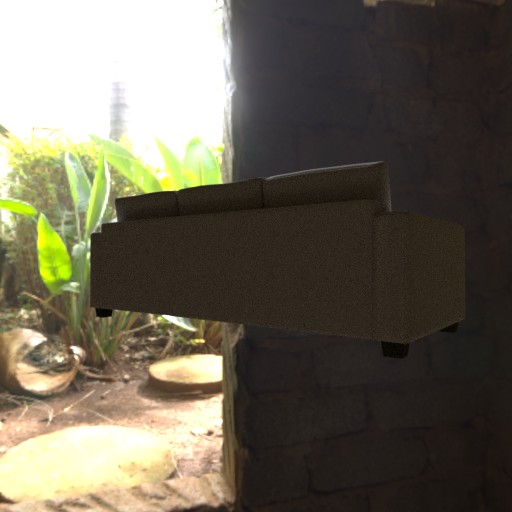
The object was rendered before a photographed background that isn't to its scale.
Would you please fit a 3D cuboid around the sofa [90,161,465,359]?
[{"bbox_3d":[0.000,0.000,2.634,2.120,0.800,0.900,0,-1,38],"label":"sofa"}]
